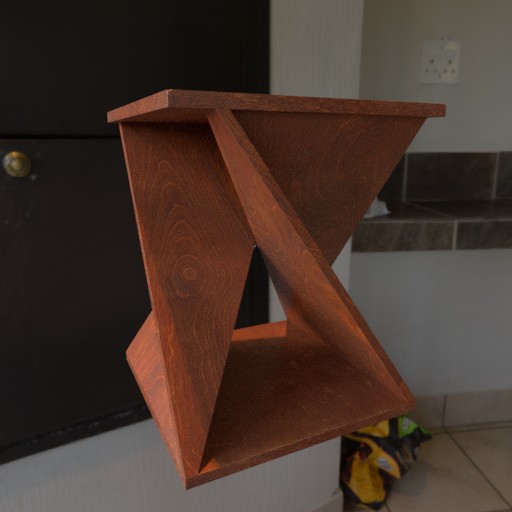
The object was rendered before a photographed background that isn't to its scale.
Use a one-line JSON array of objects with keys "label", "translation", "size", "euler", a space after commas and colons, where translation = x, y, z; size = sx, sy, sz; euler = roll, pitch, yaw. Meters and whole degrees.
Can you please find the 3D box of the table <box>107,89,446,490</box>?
[{"label": "table", "translation": [0.000, 0.000, 0.823], "size": [0.427, 0.520, 0.427], "euler": [-7, 16, -25]}]
